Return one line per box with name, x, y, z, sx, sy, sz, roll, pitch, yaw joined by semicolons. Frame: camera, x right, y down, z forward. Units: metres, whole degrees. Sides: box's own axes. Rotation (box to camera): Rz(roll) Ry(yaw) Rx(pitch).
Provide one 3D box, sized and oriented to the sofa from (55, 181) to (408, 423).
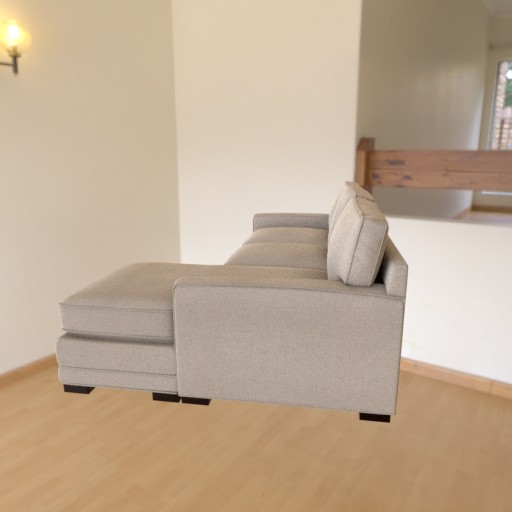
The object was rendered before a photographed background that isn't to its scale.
sofa;0.000;0.000;2.812;1.496;0.861;2.087;2;14;9
